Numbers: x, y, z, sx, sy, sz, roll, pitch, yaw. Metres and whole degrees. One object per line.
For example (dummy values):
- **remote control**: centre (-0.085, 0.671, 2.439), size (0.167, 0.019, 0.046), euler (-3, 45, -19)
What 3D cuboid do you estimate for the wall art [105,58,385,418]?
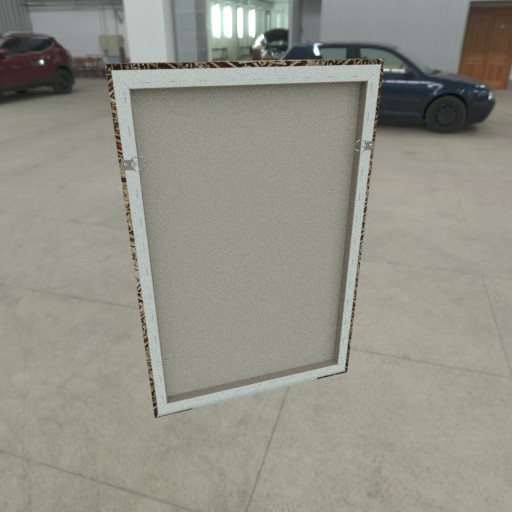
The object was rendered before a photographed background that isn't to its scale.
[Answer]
- **wall art**: centre (0.000, 0.000, 1.122), size (0.599, 0.904, 0.030), euler (-8, 28, -16)
